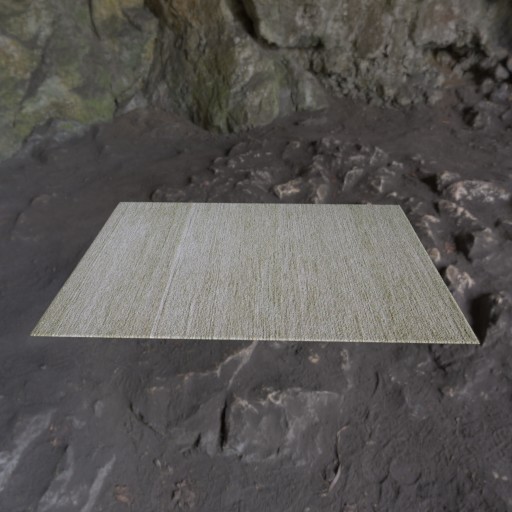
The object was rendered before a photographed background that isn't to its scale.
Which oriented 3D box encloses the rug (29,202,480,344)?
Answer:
[{"bbox_3d":[0.000,0.000,2.910,2.270,0.017,1.606,1,32,1],"label":"rug"}]
